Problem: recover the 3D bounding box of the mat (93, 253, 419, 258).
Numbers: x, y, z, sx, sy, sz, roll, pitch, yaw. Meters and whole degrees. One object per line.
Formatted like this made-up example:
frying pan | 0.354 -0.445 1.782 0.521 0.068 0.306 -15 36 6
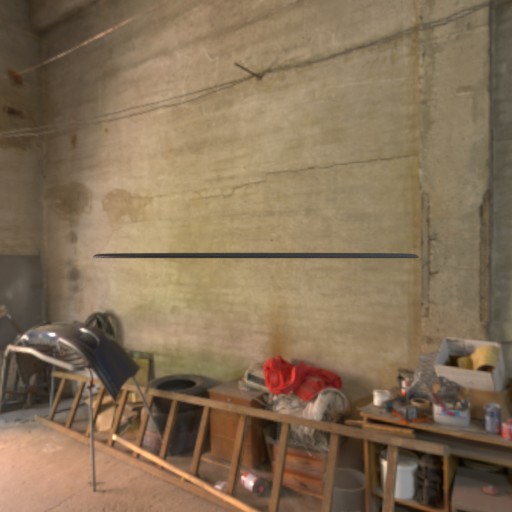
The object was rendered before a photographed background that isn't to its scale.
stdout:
mat | 0.000 0.000 1.633 1.220 0.016 0.917 0 0 0
